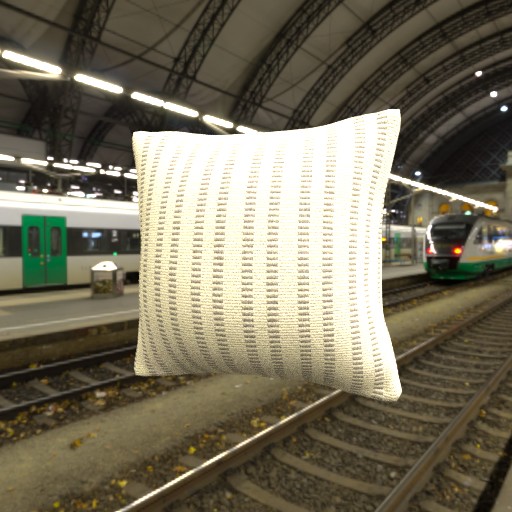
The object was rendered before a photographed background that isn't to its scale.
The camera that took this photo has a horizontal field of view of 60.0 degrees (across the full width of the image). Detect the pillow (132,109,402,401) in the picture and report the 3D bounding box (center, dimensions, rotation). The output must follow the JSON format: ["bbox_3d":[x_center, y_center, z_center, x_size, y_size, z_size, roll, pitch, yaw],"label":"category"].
[{"bbox_3d":[0.000,0.000,0.696,0.438,0.419,0.247,0,2,17],"label":"pillow"}]
